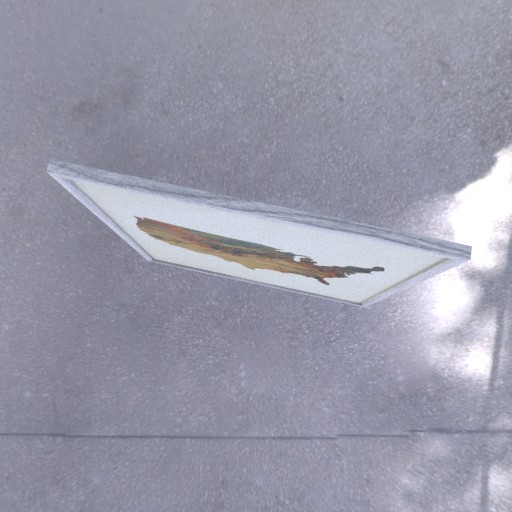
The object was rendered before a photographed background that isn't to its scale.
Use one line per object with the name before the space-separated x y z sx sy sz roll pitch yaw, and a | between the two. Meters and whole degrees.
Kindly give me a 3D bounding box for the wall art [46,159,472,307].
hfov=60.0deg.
wall art | 0.000 0.000 0.765 0.508 0.507 0.016 12 78 3
